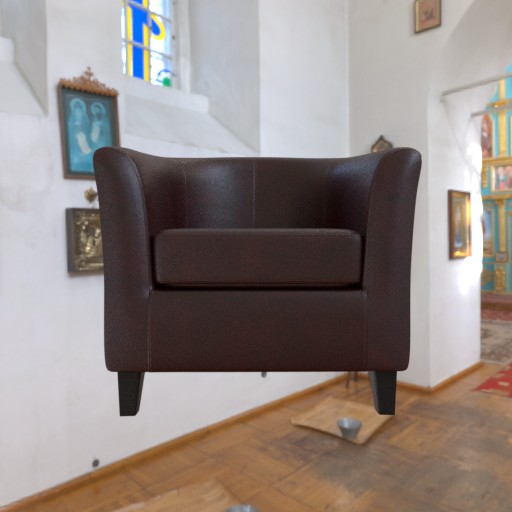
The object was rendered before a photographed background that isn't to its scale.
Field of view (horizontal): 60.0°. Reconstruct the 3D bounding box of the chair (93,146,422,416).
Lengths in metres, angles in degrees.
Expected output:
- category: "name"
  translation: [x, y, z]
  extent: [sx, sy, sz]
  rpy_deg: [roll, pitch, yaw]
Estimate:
- category: "chair"
  translation: [0.000, 0.000, 1.383]
  extent: [0.792, 0.756, 0.727]
  rpy_deg: [0, 0, -1]
